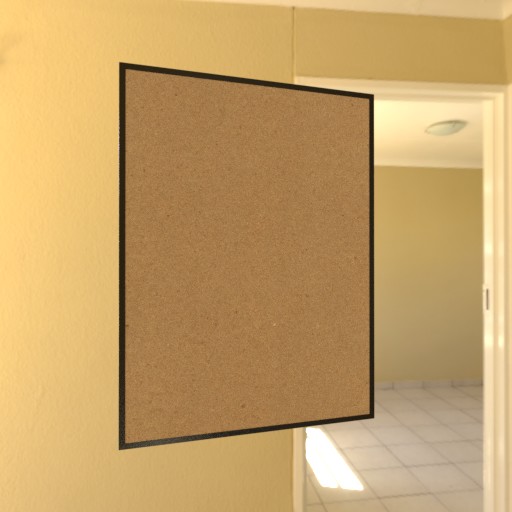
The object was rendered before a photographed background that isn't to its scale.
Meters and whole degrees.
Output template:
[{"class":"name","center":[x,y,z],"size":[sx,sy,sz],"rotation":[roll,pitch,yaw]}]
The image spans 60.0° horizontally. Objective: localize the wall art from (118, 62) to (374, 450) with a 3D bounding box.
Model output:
[{"class":"wall art","center":[0.000,0.000,1.332],"size":[0.788,1.046,0.043],"rotation":[0,0,-18]}]
